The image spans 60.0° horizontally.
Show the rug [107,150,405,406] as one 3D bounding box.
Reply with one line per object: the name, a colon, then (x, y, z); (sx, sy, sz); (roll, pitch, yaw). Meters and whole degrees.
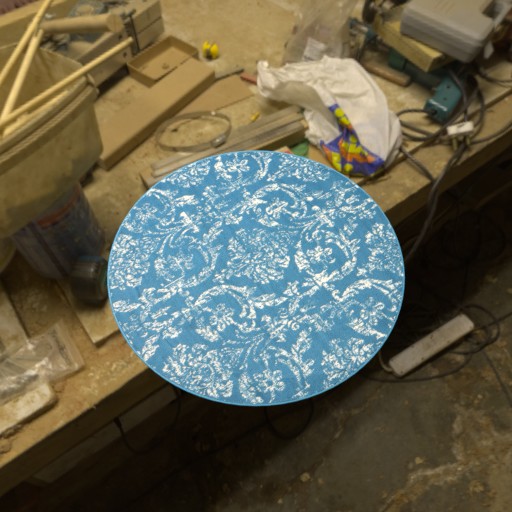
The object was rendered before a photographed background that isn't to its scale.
rug: (0.000, 0.000, 2.410); (1.593, 0.012, 1.593); (0, 58, 0)
